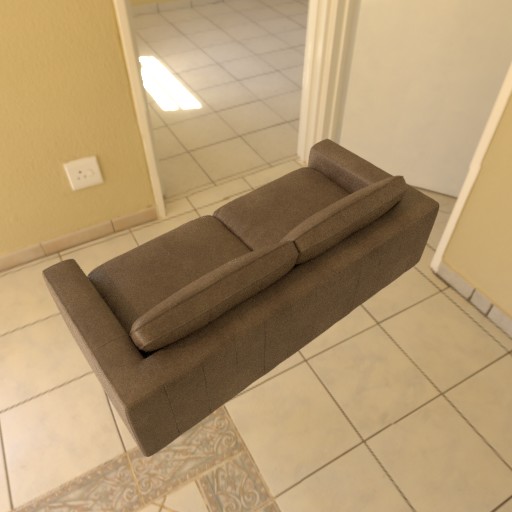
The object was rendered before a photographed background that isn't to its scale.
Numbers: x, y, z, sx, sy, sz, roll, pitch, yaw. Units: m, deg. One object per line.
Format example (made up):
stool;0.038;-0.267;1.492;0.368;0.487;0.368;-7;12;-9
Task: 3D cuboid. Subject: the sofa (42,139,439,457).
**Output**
sofa;0.000;0.000;2.784;2.262;0.801;1.070;-30;53;-26
